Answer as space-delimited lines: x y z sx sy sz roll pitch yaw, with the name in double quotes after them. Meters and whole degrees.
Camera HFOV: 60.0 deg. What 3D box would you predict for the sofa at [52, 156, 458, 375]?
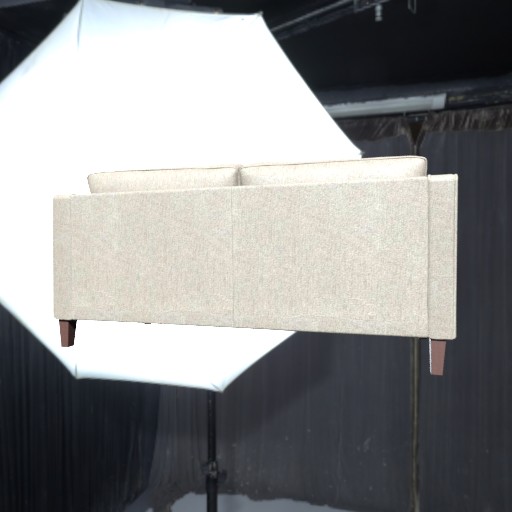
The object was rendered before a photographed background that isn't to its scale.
0.000 0.000 2.765 2.181 1.074 1.073 0 0 17 "sofa"
